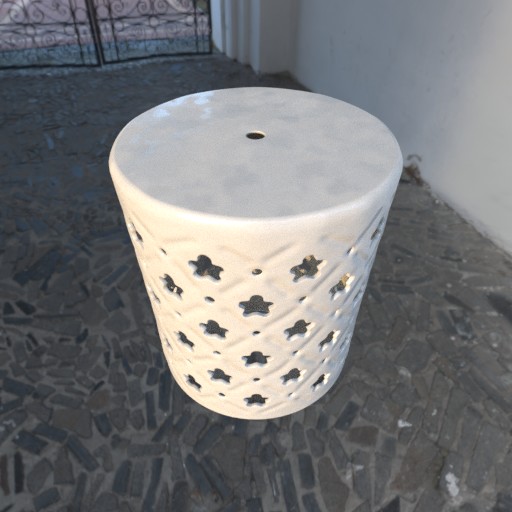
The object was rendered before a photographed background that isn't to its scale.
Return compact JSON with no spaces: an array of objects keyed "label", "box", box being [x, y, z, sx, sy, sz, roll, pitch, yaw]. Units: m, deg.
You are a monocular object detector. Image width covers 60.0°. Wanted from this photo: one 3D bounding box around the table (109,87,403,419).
[{"label":"table","box":[0.000,0.000,0.663,0.352,0.387,0.352,0,41,0]}]
